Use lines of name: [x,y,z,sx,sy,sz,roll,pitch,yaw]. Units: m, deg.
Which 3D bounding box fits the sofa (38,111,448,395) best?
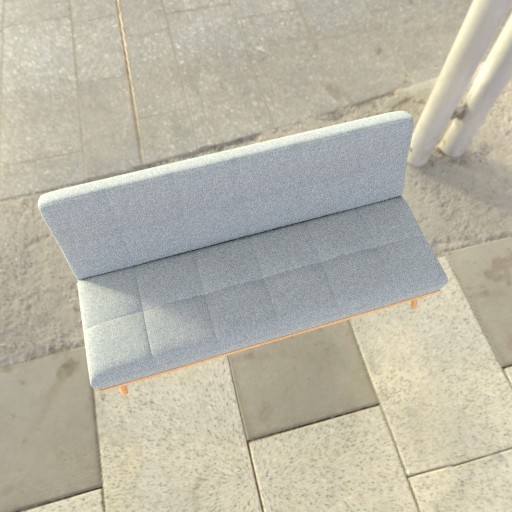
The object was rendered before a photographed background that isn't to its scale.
sofa: [0.000,0.000,2.243,1.820,0.800,0.800,-15,64,-7]
